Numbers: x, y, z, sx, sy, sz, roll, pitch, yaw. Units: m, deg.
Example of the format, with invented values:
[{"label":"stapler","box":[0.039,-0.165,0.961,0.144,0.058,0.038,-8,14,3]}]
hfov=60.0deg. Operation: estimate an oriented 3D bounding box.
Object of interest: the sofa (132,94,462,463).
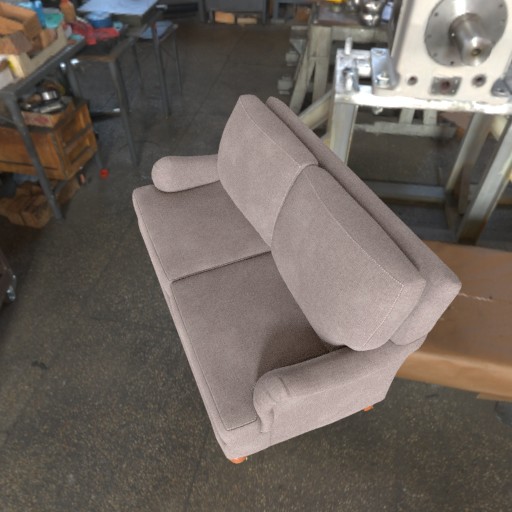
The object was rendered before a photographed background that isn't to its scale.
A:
[{"label":"sofa","box":[0.000,0.000,2.535,1.084,1.101,1.853,-17,48,-16]}]
